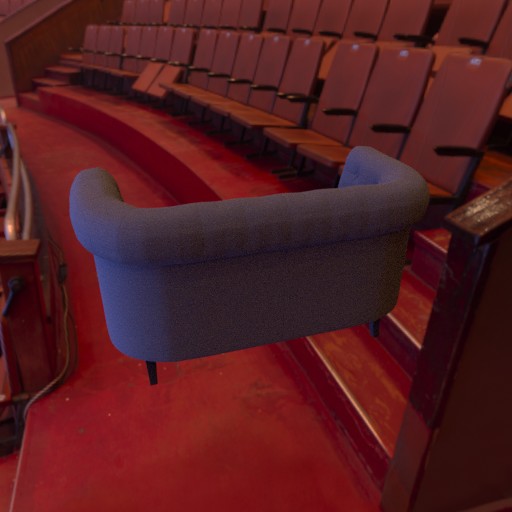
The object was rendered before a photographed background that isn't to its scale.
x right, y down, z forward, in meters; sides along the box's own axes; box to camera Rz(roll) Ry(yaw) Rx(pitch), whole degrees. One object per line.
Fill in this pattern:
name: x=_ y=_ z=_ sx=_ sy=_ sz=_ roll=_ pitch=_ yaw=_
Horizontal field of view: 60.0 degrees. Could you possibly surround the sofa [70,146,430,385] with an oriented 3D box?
sofa: x=0.000 y=0.000 z=2.106 sx=1.558 sy=0.827 sz=0.835 roll=-8 pitch=29 yaw=-16
